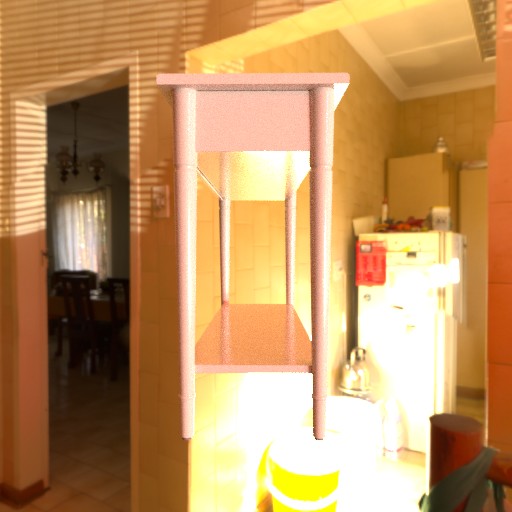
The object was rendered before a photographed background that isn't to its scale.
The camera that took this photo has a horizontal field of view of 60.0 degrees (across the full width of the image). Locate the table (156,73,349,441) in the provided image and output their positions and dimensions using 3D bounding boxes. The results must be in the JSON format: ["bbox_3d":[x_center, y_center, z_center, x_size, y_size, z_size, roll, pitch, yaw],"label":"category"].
[{"bbox_3d":[0.000,0.000,1.416,0.381,0.749,1.067,0,1,1],"label":"table"}]
